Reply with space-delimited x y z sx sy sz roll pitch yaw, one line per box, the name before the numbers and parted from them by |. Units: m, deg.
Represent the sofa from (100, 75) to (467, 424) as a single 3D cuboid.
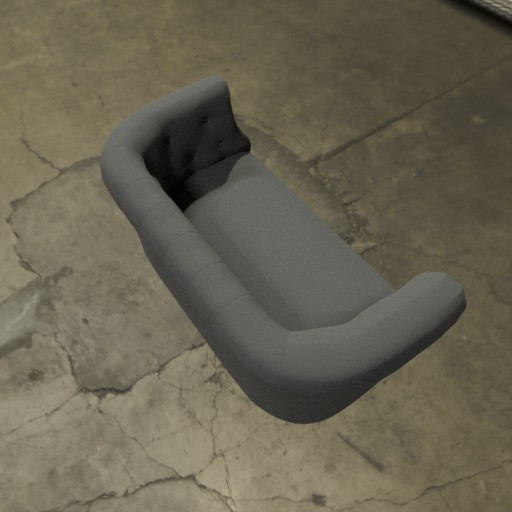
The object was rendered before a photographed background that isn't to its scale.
sofa | 0.000 0.000 1.985 0.835 0.827 1.558 -31 61 -20
